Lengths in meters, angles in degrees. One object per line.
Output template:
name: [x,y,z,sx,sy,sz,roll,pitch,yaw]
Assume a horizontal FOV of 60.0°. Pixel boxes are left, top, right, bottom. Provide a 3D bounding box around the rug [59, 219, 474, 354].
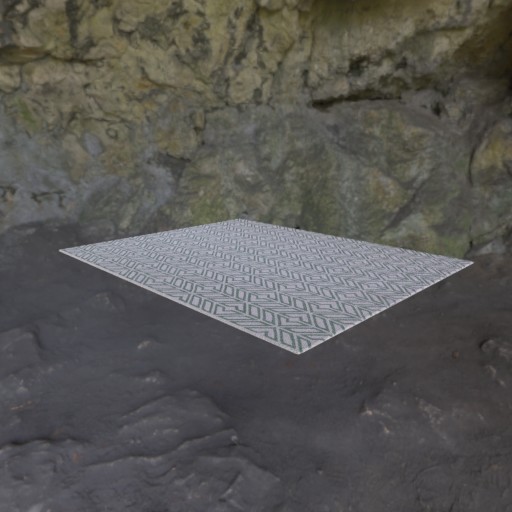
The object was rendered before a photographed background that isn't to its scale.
rug: [0.000,0.000,4.147,3.050,0.017,2.441,15,21,43]
